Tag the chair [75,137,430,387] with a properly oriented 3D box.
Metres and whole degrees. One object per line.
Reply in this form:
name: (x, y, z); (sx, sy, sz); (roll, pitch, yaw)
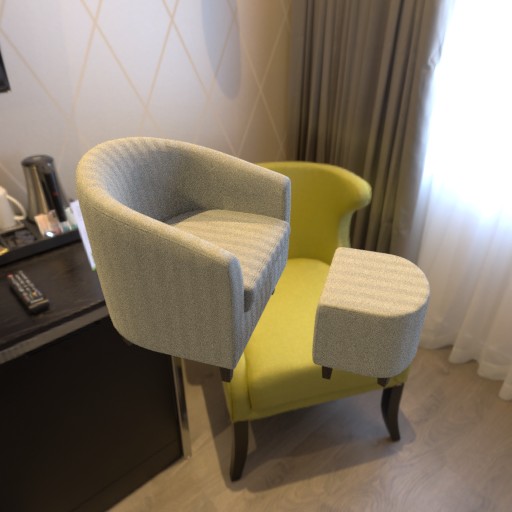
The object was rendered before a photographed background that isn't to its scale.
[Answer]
chair: (0.000, 0.000, 1.710); (1.288, 0.757, 0.756); (9, 32, 15)
